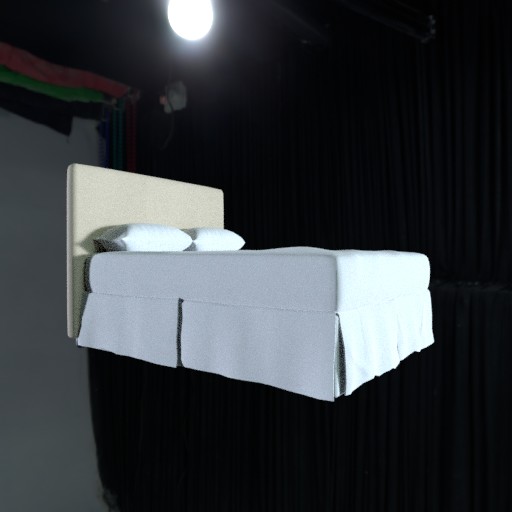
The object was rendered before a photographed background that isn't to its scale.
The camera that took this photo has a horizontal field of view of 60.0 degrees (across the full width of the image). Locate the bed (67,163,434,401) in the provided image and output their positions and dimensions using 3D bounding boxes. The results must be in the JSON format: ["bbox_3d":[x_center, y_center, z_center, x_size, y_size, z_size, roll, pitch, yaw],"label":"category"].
[{"bbox_3d":[0.000,0.000,3.240,2.142,1.330,1.723,0,1,35],"label":"bed"}]
